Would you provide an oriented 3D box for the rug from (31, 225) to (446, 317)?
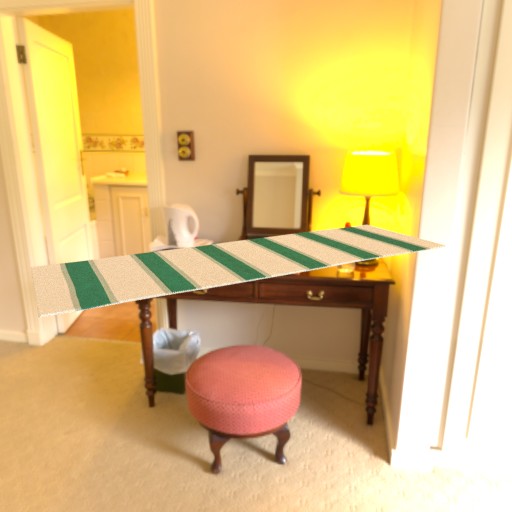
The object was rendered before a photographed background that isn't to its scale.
[{"bbox_3d":[0.000,0.000,2.700,2.438,0.012,0.768,-8,18,-27],"label":"rug"}]
